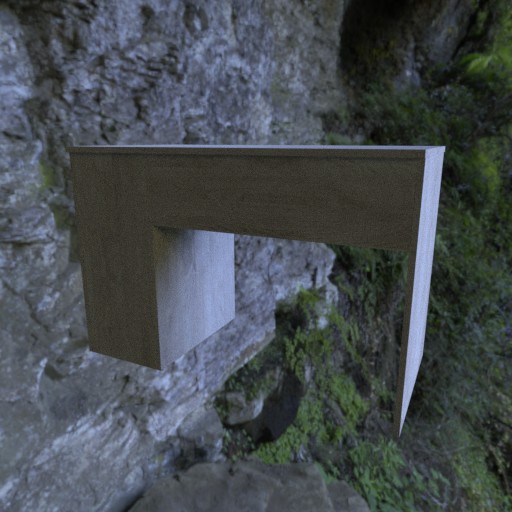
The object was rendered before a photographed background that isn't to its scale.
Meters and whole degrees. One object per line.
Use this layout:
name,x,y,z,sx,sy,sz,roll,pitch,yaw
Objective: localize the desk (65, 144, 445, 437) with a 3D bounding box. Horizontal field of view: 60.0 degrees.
desk,0.000,0.000,1.528,1.097,0.735,0.560,7,16,25
